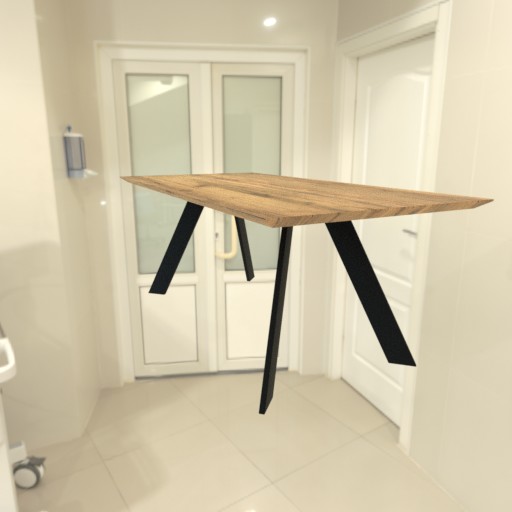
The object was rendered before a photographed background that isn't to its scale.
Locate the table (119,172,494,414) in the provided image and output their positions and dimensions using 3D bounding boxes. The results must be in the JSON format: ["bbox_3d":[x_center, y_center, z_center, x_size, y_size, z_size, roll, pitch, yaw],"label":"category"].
[{"bbox_3d":[0.000,0.000,2.418,1.000,0.770,2.000,-7,16,-27],"label":"table"}]
